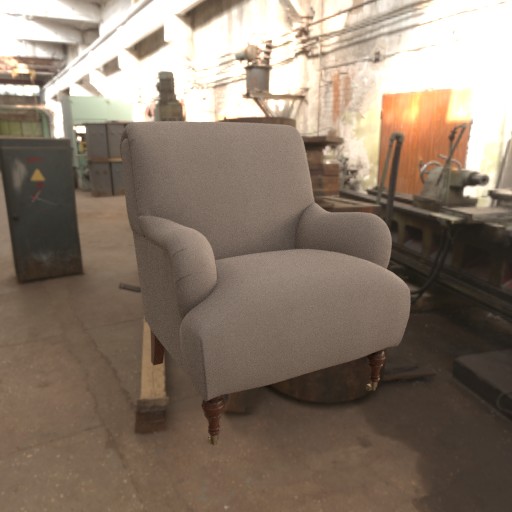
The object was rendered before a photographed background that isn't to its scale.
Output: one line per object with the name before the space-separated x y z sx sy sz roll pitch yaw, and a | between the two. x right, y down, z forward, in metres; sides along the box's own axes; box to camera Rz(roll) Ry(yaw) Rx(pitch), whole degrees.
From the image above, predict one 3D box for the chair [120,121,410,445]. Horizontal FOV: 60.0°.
chair | 0.000 0.000 1.583 0.766 0.942 0.842 -8 16 -27
